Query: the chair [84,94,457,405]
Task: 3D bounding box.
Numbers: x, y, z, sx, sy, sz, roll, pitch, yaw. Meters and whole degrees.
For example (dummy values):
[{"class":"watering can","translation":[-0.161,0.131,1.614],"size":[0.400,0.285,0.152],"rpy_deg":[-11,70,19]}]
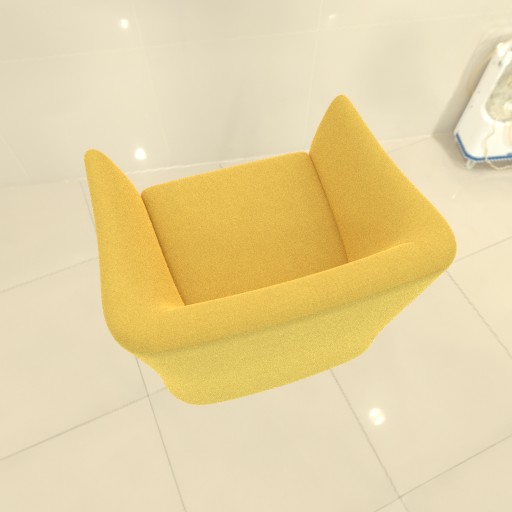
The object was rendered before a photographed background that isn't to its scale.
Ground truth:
[{"class":"chair","translation":[0.000,0.000,1.297],"size":[0.790,0.720,0.700],"rpy_deg":[-15,61,-9]}]
